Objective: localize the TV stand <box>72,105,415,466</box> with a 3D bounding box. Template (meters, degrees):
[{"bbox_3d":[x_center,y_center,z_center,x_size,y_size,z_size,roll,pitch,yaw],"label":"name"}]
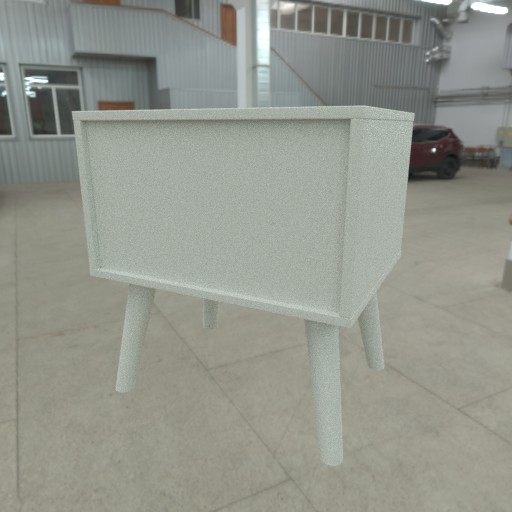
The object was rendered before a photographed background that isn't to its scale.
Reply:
[{"bbox_3d":[0.000,0.000,0.906,0.508,0.559,0.405,8,18,26],"label":"TV stand"}]
